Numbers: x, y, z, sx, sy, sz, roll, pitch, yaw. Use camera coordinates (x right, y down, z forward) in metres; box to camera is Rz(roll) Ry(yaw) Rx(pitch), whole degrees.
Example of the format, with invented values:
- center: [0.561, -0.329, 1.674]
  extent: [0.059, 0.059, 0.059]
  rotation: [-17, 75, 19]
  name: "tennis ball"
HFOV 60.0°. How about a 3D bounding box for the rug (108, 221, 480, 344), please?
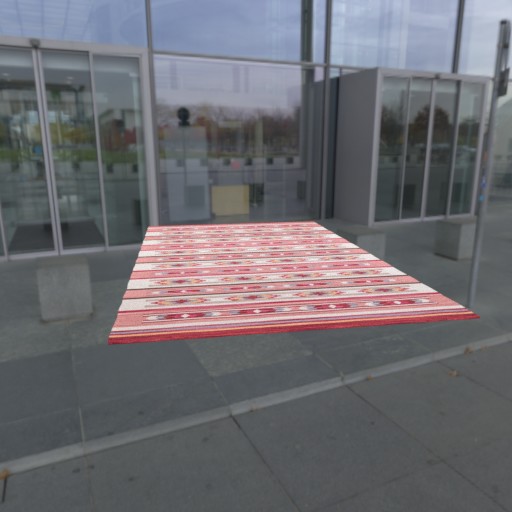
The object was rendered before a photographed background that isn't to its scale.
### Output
- center: [0.000, 0.000, 2.924]
  extent: [1.535, 0.010, 2.431]
  rotation: [-2, 14, -9]
  name: "rug"
